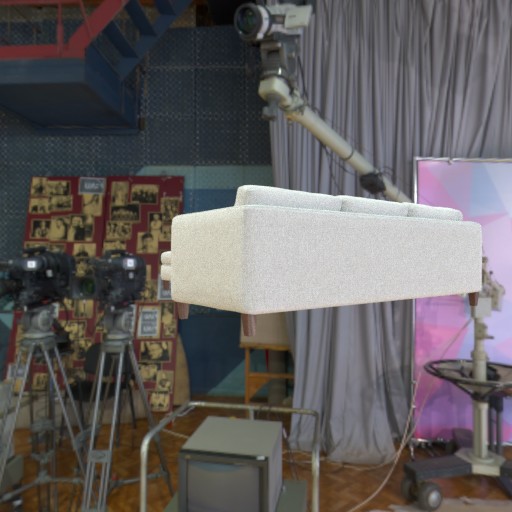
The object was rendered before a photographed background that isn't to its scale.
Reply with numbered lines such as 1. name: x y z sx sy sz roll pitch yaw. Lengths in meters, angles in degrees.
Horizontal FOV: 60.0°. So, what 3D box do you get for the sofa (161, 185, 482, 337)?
1. sofa: 0.000 0.000 4.373 2.551 0.853 3.238 0 0 -36
